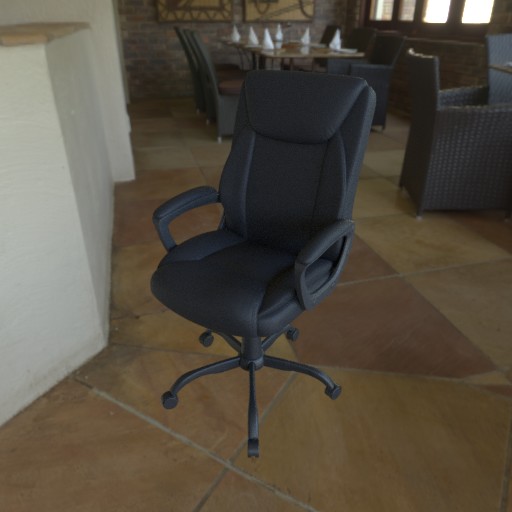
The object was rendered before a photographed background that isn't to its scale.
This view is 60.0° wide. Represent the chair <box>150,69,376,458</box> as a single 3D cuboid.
[{"bbox_3d":[0.000,0.000,1.448,0.615,1.072,0.655,18,33,29],"label":"chair"}]
